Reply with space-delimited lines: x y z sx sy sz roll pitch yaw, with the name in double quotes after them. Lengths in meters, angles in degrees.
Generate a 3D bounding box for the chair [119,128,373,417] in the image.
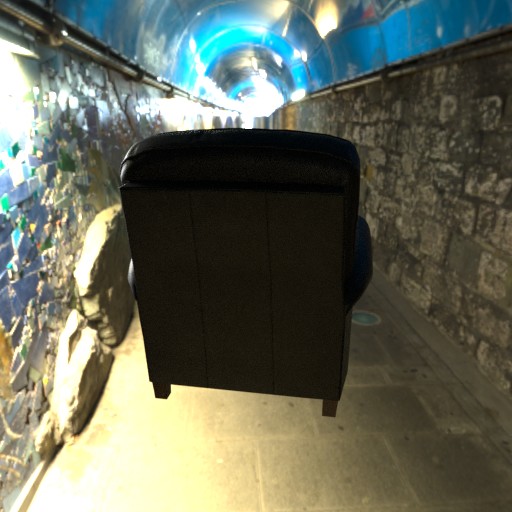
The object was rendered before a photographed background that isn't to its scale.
0.000 0.000 1.822 0.936 1.018 0.986 3 17 9 "chair"
